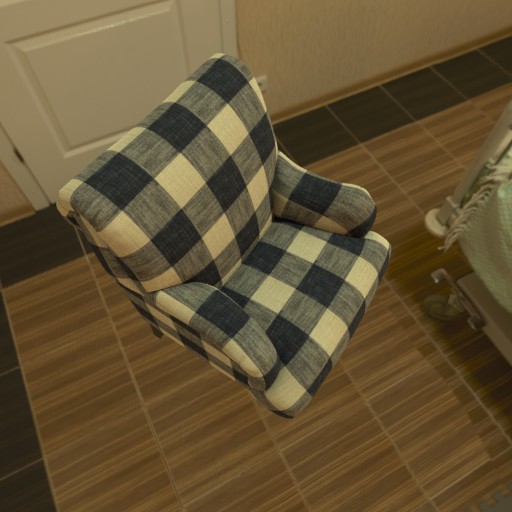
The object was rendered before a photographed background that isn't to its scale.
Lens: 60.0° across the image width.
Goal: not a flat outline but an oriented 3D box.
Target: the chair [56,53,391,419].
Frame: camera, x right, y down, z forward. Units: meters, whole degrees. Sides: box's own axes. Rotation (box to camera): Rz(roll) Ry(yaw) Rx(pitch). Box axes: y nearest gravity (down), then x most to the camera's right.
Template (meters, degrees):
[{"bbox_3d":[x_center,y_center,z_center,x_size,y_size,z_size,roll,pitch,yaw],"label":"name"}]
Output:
[{"bbox_3d":[0.000,0.000,1.589,0.848,0.953,0.781,29,63,17],"label":"chair"}]
